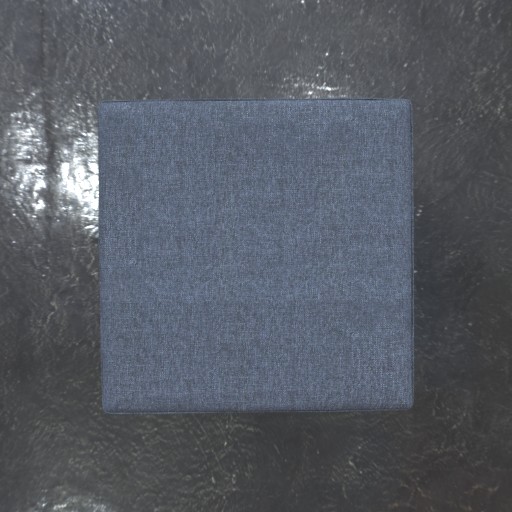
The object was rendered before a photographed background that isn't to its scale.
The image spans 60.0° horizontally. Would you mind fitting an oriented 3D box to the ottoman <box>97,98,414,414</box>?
[{"bbox_3d":[0.000,0.000,1.580,1.023,0.423,1.017,0,91,0],"label":"ottoman"}]
